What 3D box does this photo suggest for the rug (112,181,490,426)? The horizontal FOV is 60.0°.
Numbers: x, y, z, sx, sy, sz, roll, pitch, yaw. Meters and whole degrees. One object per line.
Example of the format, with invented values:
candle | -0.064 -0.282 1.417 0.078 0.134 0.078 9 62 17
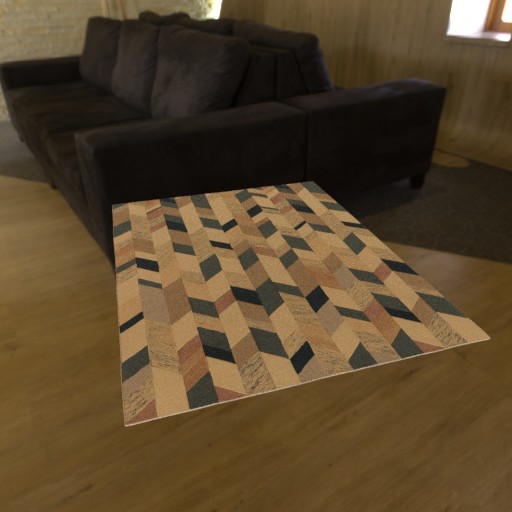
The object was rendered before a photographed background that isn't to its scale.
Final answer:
rug | 0.000 0.000 4.001 2.451 0.011 3.072 -9 32 -15
